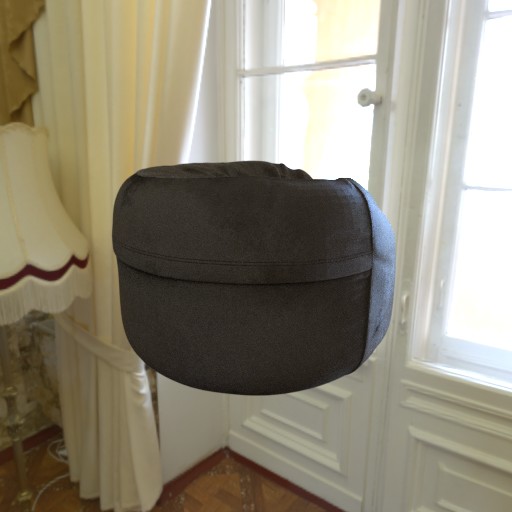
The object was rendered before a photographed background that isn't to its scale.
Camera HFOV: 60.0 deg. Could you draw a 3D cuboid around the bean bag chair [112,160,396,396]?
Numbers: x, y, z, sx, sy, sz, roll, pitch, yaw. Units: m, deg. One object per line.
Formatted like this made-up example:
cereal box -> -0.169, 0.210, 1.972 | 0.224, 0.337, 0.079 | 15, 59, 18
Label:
bean bag chair -> 0.000, 0.000, 1.503 | 0.918, 0.605, 0.918 | 0, 16, 0
